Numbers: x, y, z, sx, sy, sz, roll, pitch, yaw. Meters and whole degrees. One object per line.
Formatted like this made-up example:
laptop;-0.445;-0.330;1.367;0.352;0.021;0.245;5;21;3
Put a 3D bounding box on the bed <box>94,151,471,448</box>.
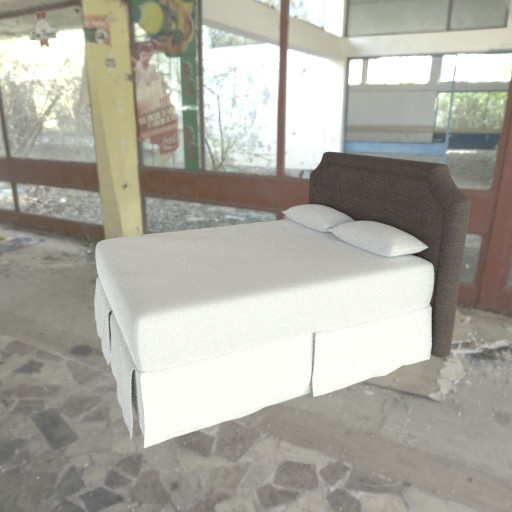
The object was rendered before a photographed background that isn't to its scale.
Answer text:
bed;0.000;0.000;3.097;2.116;1.290;1.693;-8;19;-24
